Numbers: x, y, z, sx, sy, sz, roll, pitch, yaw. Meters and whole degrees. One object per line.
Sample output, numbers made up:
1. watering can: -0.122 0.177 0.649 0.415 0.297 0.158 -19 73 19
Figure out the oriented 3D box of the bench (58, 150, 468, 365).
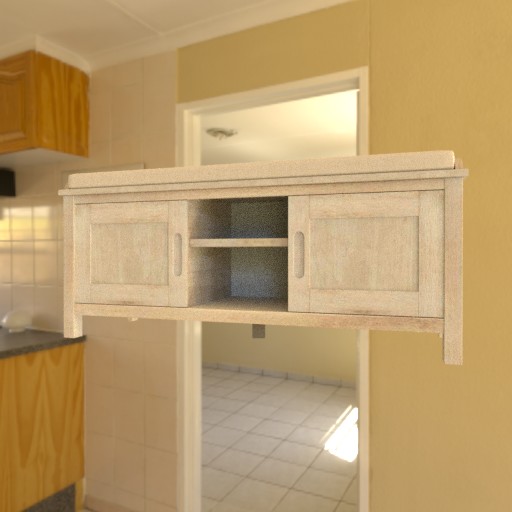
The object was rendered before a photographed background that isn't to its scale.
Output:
1. bench: 0.000 0.000 1.373 1.140 0.501 0.398 0 0 17
